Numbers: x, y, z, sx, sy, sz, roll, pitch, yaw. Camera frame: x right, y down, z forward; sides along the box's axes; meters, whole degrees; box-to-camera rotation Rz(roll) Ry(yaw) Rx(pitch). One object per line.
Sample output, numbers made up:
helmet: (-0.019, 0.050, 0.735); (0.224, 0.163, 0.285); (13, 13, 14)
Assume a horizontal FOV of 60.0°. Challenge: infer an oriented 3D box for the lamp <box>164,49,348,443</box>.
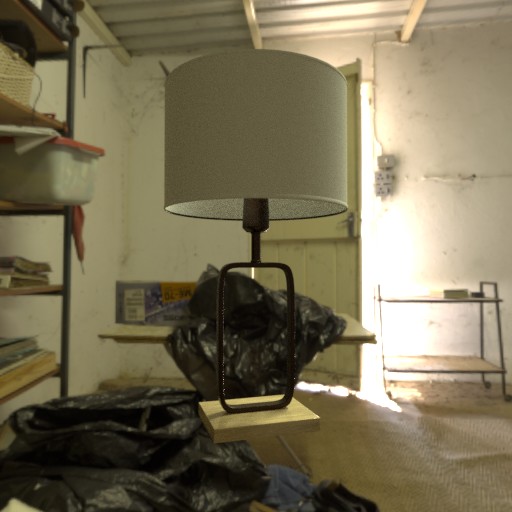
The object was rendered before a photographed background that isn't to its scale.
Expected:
lamp: (0.000, 0.000, 0.684); (0.279, 0.508, 0.279); (0, -1, -17)
